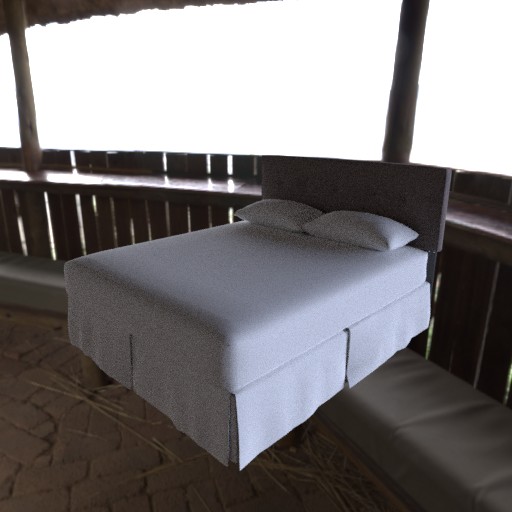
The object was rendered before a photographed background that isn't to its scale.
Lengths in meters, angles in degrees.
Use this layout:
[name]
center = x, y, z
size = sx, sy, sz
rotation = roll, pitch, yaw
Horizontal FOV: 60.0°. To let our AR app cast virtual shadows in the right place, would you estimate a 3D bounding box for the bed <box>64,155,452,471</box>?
[bed]
center = 0.000, 0.000, 2.792
size = 1.610, 1.089, 1.894
rotation = 16, 23, 42
